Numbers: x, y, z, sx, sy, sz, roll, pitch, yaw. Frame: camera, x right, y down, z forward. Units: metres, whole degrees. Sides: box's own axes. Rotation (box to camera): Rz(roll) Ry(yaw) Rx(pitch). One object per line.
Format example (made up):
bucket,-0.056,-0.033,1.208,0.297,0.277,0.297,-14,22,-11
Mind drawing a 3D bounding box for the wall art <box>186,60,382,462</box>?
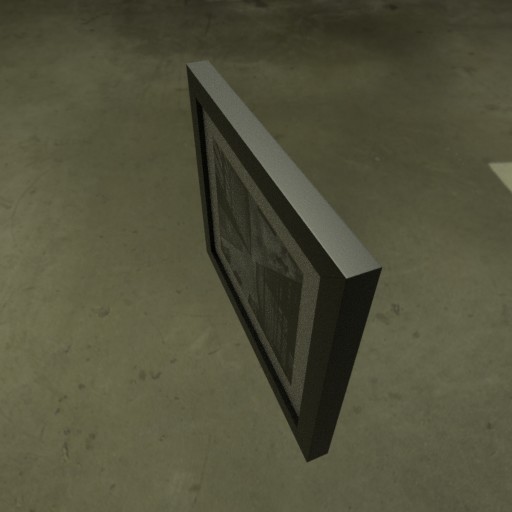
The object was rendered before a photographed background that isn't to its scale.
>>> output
wall art,0.000,0.000,0.533,0.028,0.321,0.381,-16,47,-16
